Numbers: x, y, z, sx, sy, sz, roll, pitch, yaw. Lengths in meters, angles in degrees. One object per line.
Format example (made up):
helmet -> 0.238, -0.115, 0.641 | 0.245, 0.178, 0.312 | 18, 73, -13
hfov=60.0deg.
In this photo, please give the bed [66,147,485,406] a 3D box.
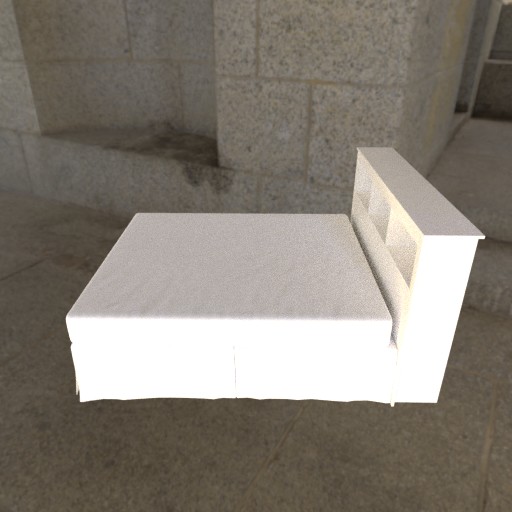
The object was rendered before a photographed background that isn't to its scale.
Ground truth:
bed -> 0.000, 0.000, 3.040 | 2.133, 1.092, 1.671 | 0, 27, 1
